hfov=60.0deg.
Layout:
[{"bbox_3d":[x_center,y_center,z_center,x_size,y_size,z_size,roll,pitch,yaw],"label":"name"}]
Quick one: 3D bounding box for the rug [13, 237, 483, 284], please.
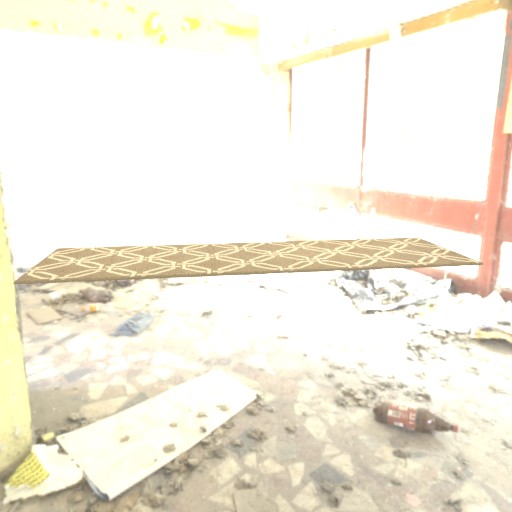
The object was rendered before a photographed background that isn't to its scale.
[{"bbox_3d":[0.000,0.000,2.450,2.276,0.014,0.678,-2,14,-8],"label":"rug"}]
